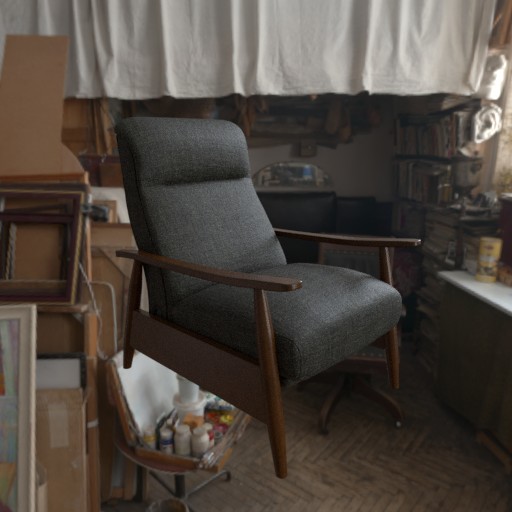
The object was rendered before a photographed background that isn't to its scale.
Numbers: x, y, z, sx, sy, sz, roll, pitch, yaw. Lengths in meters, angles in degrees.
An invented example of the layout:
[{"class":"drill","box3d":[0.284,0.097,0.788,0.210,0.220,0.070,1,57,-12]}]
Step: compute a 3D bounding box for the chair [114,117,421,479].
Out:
[{"class":"chair","box3d":[0.000,0.000,1.778,0.762,1.082,1.014,-14,21,-43]}]
